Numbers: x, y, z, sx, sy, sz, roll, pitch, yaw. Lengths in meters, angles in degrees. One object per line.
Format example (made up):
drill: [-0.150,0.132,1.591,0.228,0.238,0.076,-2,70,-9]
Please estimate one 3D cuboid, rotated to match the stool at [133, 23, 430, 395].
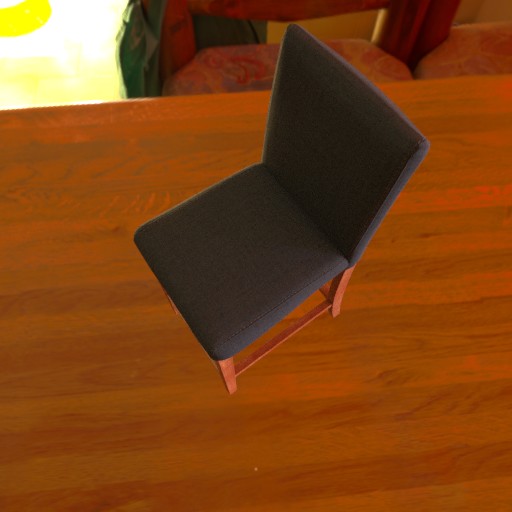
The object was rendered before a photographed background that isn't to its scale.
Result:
stool: [0.000,0.000,1.343,0.574,1.088,0.454,-33,69,-15]
